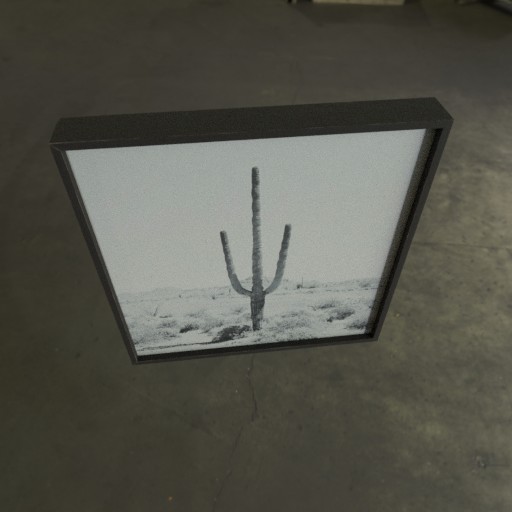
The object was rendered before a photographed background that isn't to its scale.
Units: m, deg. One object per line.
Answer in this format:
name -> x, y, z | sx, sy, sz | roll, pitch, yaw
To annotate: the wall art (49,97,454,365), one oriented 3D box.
wall art -> 0.000, 0.000, 0.453 | 0.305, 0.305, 0.038 | -5, 46, -5
